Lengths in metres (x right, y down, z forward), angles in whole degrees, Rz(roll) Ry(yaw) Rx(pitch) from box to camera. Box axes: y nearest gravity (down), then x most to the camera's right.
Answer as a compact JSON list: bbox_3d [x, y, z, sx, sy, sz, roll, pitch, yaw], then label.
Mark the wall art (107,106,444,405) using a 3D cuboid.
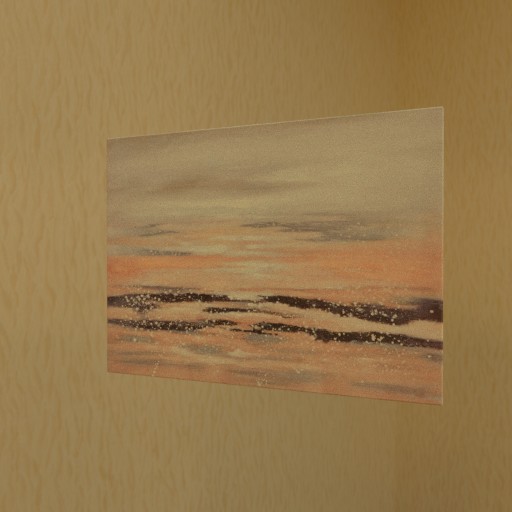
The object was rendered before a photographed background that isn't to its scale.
[{"bbox_3d":[0.000,0.000,1.303,1.015,0.763,0.038,0,0,18],"label":"wall art"}]
